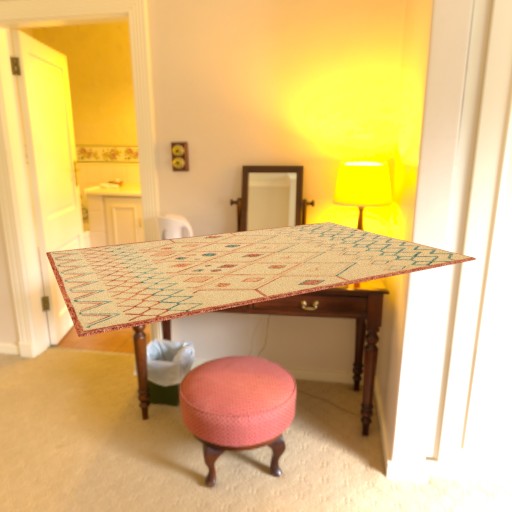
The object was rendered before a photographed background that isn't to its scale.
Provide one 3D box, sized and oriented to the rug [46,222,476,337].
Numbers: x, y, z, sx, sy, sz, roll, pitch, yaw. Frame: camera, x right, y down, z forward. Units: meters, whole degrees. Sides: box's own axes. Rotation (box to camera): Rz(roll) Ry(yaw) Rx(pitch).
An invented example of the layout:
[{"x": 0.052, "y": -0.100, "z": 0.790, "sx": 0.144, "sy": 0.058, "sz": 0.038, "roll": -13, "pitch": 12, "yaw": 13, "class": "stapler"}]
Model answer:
[{"x": 0.000, "y": 0.000, "z": 2.957, "sx": 2.438, "sy": 0.015, "sz": 1.524, "roll": -8, "pitch": 16, "yaw": -28, "class": "rug"}]
